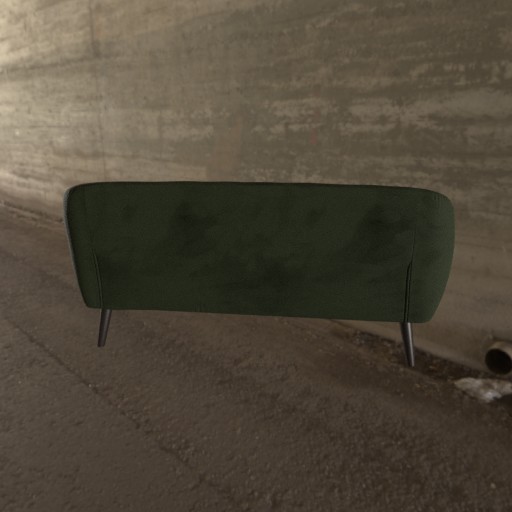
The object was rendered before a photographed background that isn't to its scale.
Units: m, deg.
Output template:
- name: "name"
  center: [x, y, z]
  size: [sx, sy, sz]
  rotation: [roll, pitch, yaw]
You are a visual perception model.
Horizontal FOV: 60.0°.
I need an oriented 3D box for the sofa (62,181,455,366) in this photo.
- name: "sofa"
  center: [0.000, 0.000, 2.271]
  size: [1.840, 0.836, 0.820]
  rotation: [2, 16, 7]
